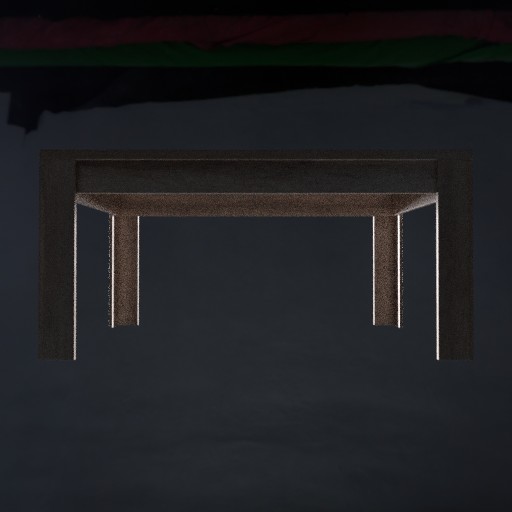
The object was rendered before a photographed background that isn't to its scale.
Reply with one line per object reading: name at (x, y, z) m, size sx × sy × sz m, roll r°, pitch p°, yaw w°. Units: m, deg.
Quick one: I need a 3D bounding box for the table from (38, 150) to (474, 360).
table at (0.000, 0.000, 2.083) m, size 1.600 × 0.775 × 0.900 m, roll 0°, pitch -1°, yaw 0°
